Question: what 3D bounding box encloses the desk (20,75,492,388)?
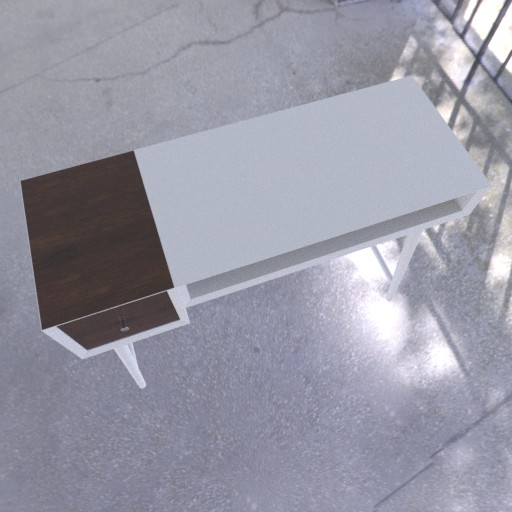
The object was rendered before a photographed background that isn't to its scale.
[{"bbox_3d":[0.000,0.000,1.407,1.069,0.761,0.409,-18,65,-9],"label":"desk"}]
